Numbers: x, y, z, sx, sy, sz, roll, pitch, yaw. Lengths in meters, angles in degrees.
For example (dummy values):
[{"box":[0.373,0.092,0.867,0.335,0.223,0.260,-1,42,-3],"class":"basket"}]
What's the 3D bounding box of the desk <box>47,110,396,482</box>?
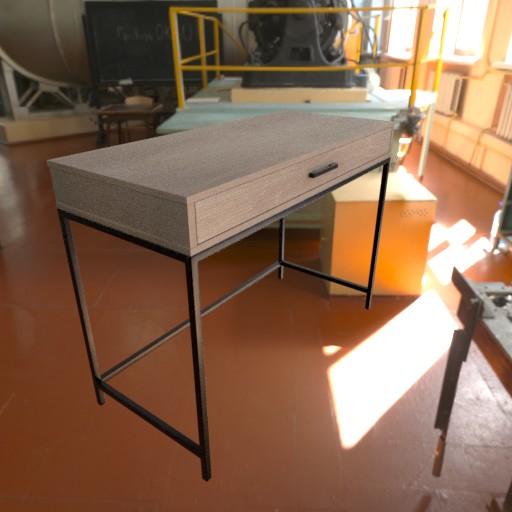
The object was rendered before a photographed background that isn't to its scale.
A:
[{"box":[0.000,0.000,1.447,0.470,0.762,1.016,18,31,32],"class":"desk"}]
